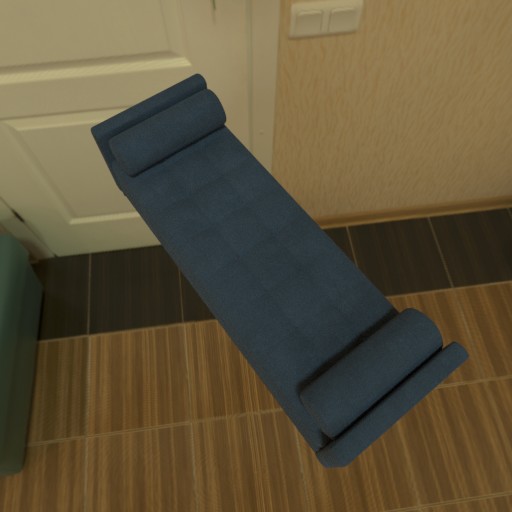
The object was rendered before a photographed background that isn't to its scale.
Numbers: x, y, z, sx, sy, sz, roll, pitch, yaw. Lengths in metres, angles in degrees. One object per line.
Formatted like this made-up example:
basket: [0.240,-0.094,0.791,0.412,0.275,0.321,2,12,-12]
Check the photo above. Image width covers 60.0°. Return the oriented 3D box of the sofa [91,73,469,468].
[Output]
sofa: [0.000,0.000,2.300,0.686,0.635,1.981,-34,69,-15]
